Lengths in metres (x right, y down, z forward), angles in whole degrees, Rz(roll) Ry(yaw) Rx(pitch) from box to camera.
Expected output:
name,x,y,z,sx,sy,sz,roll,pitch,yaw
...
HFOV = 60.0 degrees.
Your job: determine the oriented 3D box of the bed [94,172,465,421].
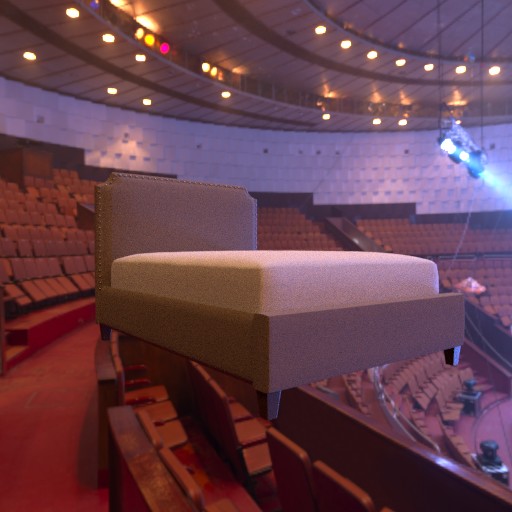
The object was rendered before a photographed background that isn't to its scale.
name,x,y,z,sx,sy,sz,roll,pitch,yaw
bed,0.000,0.000,3.371,1.713,1.443,2.372,0,1,-37
